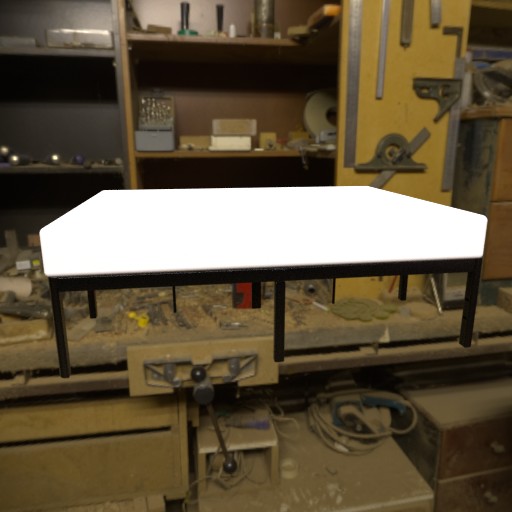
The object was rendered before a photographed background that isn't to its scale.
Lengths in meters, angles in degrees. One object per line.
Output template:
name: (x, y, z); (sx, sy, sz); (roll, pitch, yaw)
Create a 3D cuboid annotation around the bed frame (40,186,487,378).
bed frame: (0.000, 0.000, 2.634); (1.956, 0.659, 1.408); (-2, 15, -9)
